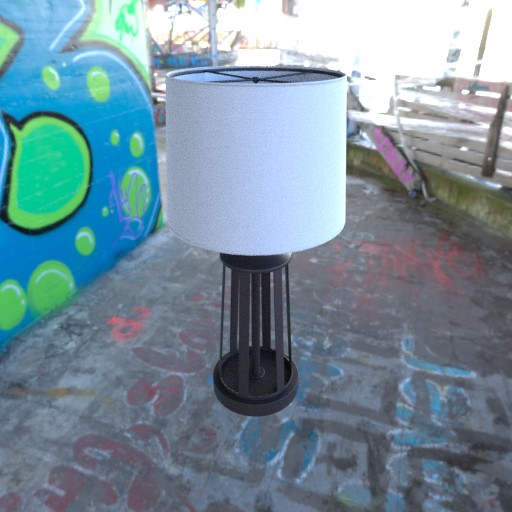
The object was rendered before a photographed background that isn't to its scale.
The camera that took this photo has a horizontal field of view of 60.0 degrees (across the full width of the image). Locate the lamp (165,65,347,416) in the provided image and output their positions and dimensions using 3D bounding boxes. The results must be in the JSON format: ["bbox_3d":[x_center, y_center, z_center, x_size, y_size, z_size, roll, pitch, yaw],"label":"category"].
[{"bbox_3d":[0.000,0.000,0.664,0.251,0.509,0.251,0,28,0],"label":"lamp"}]
